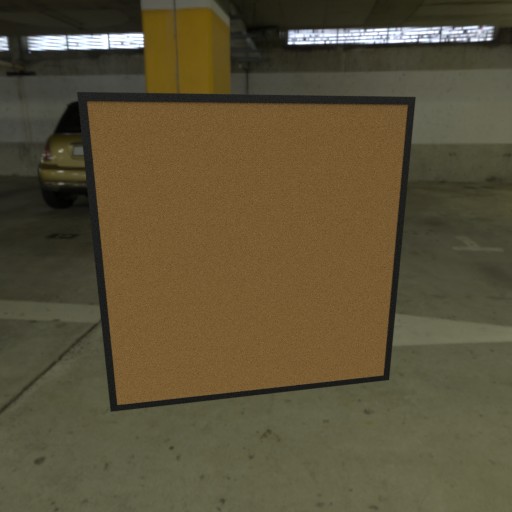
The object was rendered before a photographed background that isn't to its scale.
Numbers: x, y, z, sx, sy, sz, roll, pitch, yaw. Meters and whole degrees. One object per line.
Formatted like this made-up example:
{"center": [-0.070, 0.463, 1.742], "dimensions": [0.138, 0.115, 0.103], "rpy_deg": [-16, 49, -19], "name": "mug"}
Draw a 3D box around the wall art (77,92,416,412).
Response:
{"center": [0.000, 0.000, 0.745], "dimensions": [0.509, 0.509, 0.040], "rpy_deg": [-3, 16, -11], "name": "wall art"}
